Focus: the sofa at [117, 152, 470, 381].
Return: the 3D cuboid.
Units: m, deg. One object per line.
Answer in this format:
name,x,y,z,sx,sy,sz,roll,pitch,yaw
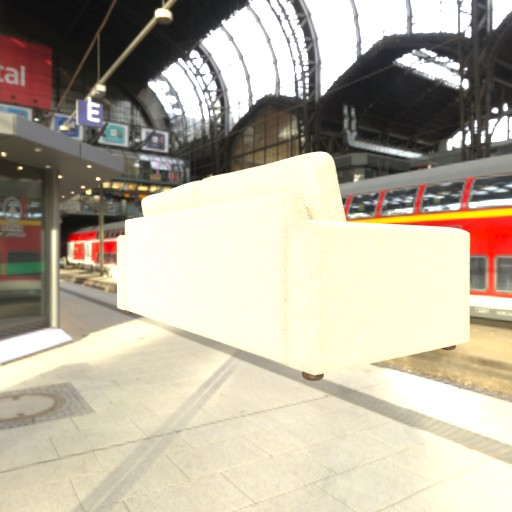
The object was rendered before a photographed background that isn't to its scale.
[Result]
sofa,0.000,0.000,2.691,1.016,0.873,2.179,-1,1,-35
